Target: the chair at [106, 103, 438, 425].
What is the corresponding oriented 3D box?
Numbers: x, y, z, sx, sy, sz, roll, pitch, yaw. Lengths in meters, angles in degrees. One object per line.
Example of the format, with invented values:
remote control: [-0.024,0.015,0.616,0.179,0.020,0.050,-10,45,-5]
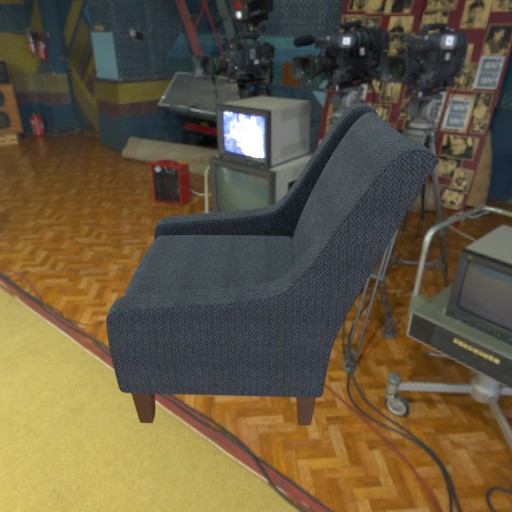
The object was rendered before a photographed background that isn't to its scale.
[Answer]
chair: [0.000,0.000,1.686,0.944,1.012,0.793,0,27,1]
